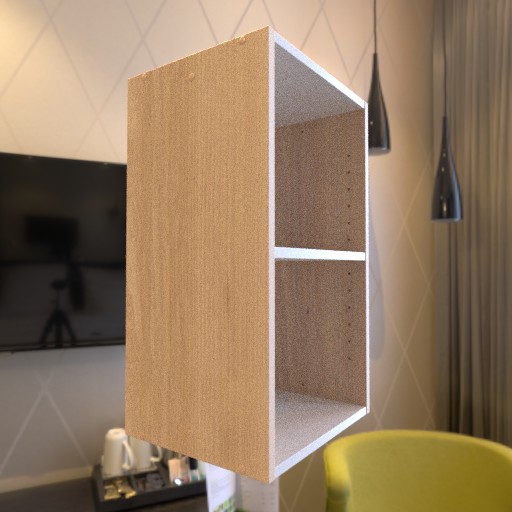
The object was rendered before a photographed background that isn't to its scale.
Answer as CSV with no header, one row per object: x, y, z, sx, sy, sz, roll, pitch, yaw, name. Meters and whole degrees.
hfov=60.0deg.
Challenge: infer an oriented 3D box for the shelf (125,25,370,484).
0.000,0.000,0.805,0.290,0.600,0.350,-1,-2,36,shelf
